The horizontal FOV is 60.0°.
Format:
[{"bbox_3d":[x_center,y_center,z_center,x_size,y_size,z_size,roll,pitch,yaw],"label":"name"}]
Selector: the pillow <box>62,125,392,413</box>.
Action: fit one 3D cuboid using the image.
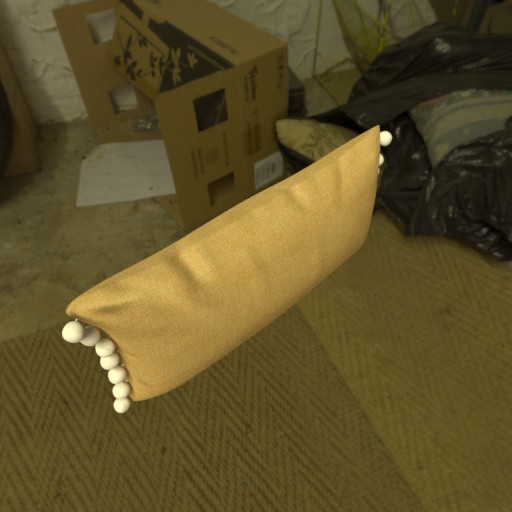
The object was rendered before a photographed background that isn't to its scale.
[{"bbox_3d":[0.000,0.000,0.838,0.709,0.322,0.201,-34,57,-26],"label":"pillow"}]
